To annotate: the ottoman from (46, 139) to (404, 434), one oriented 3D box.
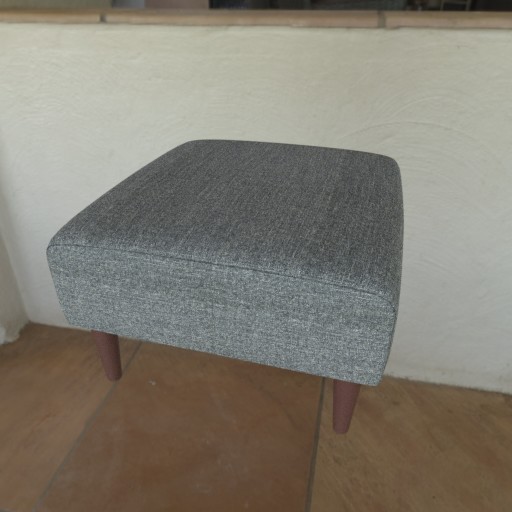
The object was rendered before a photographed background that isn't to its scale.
[{"bbox_3d":[0.000,0.000,1.068,0.648,0.399,0.655,8,32,14],"label":"ottoman"}]
